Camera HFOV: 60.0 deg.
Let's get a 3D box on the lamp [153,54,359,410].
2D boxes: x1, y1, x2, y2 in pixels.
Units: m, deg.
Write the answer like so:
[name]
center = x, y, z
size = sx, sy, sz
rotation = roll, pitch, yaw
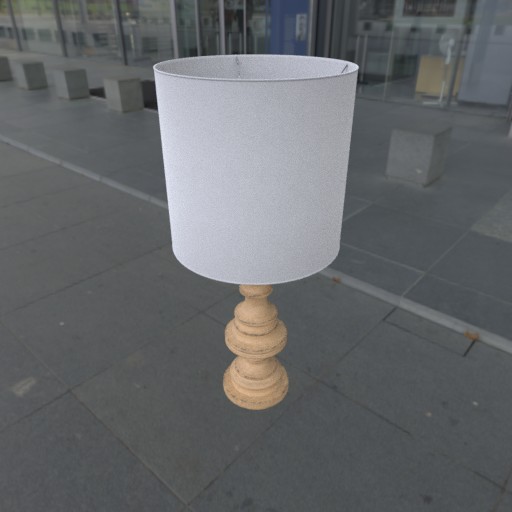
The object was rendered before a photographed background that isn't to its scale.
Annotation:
[lamp]
center = 0.000, 0.000, 0.571
size = 0.208, 0.455, 0.208
rotation = -18, 34, -29
